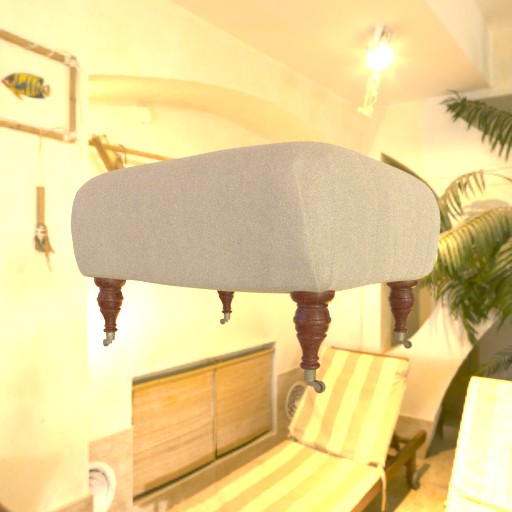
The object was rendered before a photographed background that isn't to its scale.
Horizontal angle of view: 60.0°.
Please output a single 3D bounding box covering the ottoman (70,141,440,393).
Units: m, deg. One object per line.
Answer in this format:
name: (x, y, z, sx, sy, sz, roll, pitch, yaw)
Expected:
ottoman: (0.000, 0.000, 1.098, 0.746, 0.450, 0.622, 0, 0, 37)
